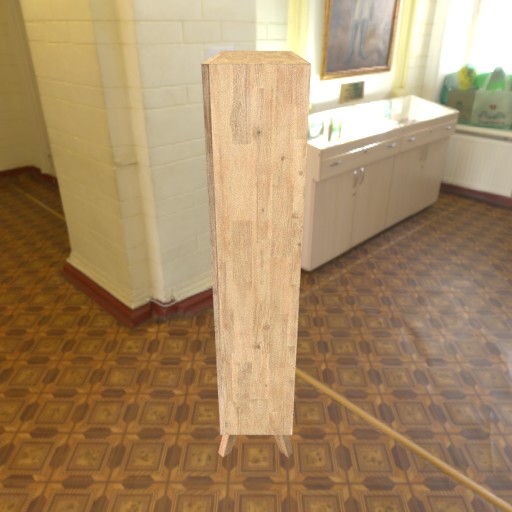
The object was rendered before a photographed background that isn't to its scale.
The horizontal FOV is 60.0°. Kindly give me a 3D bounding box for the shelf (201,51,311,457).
[{"bbox_3d":[0.000,0.000,1.784,0.308,1.471,0.748,0,27,0],"label":"shelf"}]
